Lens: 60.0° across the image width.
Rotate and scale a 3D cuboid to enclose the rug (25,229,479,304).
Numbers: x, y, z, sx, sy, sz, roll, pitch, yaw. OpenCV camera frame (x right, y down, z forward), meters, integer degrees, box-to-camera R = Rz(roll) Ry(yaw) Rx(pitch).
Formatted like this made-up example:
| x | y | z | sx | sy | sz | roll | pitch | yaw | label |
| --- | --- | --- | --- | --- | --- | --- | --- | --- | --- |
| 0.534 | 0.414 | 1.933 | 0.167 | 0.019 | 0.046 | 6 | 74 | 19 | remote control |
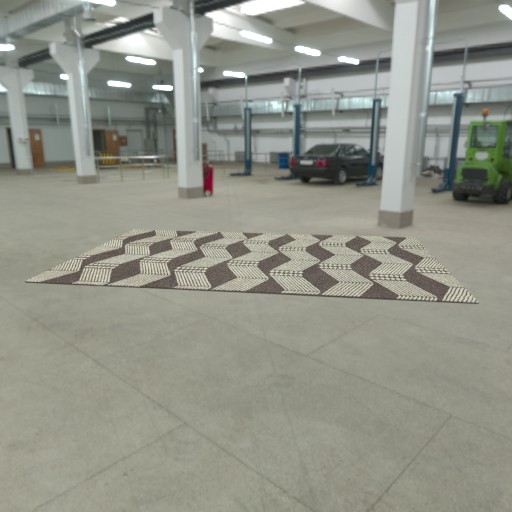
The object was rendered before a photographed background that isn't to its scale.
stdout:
| x | y | z | sx | sy | sz | roll | pitch | yaw | label |
| --- | --- | --- | --- | --- | --- | --- | --- | --- | --- |
| 0.000 | 0.000 | 3.070 | 2.435 | 0.011 | 1.517 | 2 | 15 | 8 | rug |
